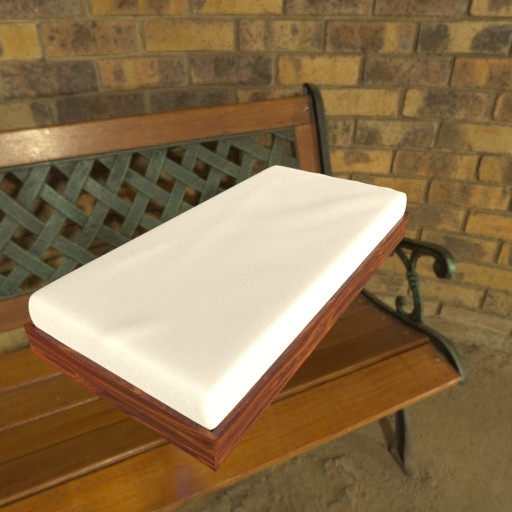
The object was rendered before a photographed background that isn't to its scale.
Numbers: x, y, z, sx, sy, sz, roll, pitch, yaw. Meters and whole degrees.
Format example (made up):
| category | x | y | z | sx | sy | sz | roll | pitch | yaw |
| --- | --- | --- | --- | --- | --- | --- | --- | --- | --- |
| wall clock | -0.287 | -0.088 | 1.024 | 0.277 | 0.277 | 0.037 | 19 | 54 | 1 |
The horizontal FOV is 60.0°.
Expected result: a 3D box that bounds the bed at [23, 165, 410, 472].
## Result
| category | x | y | z | sx | sy | sz | roll | pitch | yaw |
| --- | --- | --- | --- | --- | --- | --- | --- | --- | --- |
| bed | 0.000 | 0.000 | 2.165 | 0.940 | 0.312 | 1.860 | 19 | 35 | 28 |
